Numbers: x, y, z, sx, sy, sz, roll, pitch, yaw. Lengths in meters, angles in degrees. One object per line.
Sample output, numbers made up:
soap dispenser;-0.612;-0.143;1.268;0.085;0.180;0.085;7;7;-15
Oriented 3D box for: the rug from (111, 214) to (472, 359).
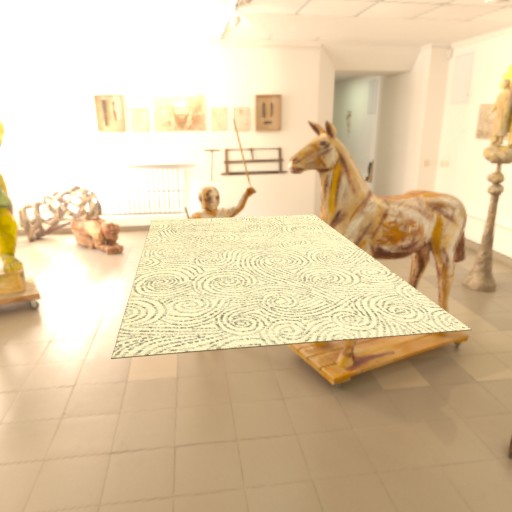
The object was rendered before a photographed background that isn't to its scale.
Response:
rug;0.000;0.000;2.971;1.524;0.005;2.439;-3;18;-9
